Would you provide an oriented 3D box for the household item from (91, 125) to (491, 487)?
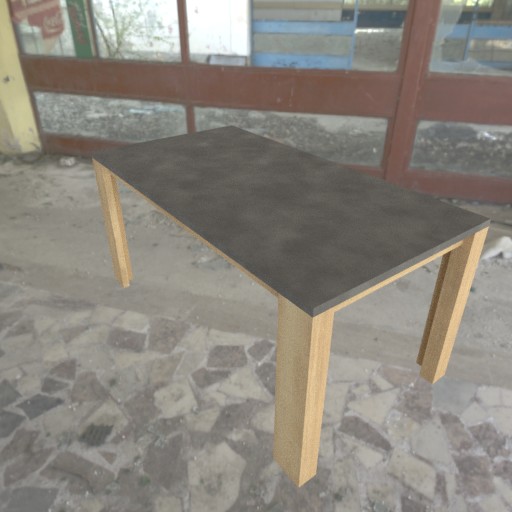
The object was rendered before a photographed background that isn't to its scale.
[{"bbox_3d":[0.000,0.000,2.069,0.850,0.755,1.600,-21,37,-31],"label":"household item"}]
